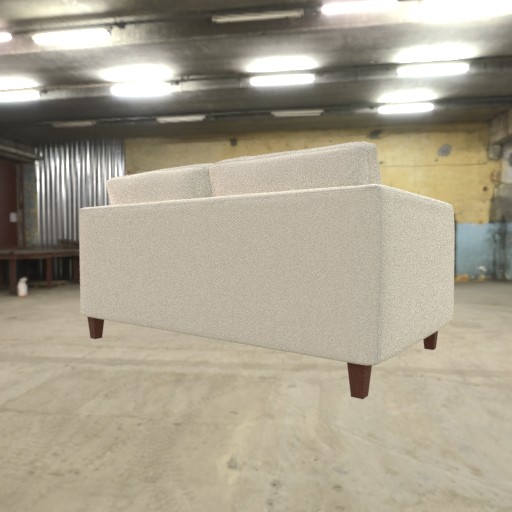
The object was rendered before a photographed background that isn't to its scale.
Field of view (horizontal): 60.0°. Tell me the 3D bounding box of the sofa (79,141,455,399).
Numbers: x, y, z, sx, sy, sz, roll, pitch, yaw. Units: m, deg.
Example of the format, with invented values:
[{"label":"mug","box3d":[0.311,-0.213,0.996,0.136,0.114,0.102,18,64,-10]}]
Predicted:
[{"label":"sofa","box3d":[0.000,0.000,2.245,1.702,0.888,0.964,1,2,37]}]
